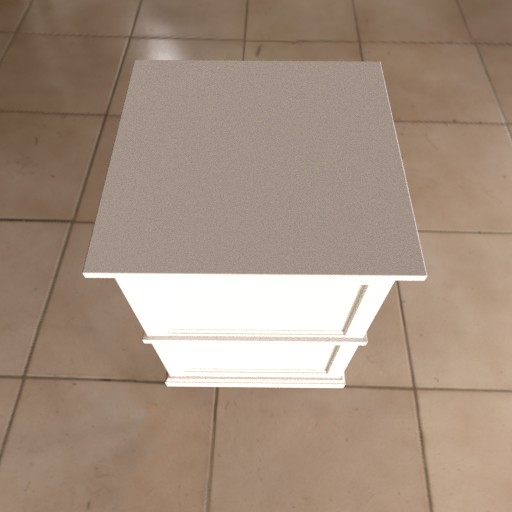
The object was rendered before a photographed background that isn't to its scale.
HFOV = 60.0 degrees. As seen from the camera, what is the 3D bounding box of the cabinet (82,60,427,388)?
[{"bbox_3d":[0.000,0.000,1.172,0.547,0.775,0.544,0,58,0],"label":"cabinet"}]
